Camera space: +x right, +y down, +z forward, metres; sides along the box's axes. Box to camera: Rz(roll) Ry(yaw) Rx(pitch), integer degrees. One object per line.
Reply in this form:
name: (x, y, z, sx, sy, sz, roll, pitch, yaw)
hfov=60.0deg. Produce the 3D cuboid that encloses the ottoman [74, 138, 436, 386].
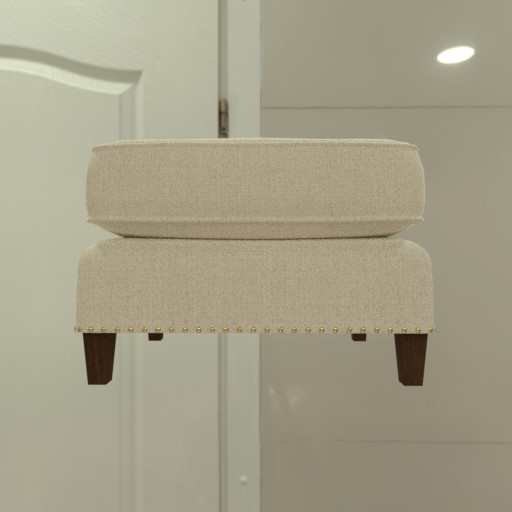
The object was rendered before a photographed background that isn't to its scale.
ottoman: (0.000, 0.000, 1.169, 0.738, 0.537, 0.589, 0, 0, 1)
